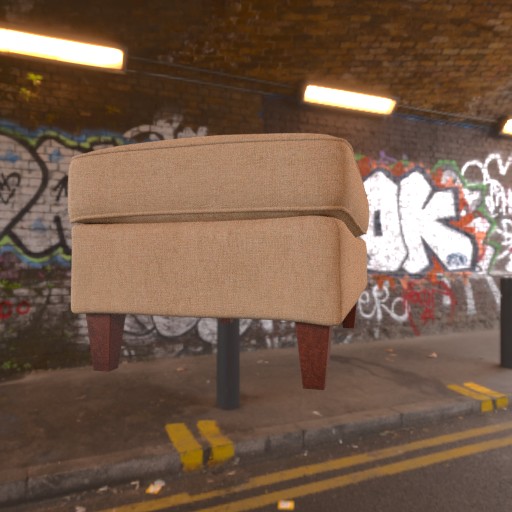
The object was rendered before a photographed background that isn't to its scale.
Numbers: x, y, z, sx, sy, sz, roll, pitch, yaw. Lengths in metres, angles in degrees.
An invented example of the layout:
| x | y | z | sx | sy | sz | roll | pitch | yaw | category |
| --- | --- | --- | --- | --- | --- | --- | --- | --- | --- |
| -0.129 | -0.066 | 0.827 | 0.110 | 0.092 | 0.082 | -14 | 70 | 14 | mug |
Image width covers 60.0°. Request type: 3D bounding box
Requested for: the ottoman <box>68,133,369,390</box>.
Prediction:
| x | y | z | sx | sy | sz | roll | pitch | yaw | category |
| --- | --- | --- | --- | --- | --- | --- | --- | --- | --- |
| 0.000 | 0.000 | 1.228 | 0.583 | 0.484 | 0.862 | 0 | -1 | 17 | ottoman |
